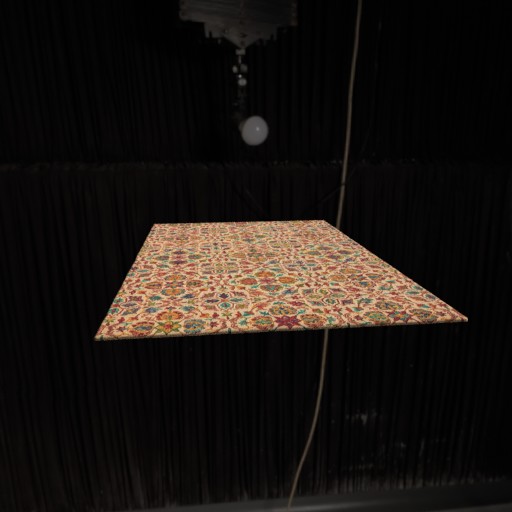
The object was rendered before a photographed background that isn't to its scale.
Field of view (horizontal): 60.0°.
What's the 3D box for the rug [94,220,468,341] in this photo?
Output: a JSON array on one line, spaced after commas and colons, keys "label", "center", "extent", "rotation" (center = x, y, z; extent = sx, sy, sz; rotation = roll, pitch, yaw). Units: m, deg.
[{"label": "rug", "center": [0.000, 0.000, 2.894], "extent": [1.541, 0.018, 2.297], "rotation": [-2, 15, -7]}]
